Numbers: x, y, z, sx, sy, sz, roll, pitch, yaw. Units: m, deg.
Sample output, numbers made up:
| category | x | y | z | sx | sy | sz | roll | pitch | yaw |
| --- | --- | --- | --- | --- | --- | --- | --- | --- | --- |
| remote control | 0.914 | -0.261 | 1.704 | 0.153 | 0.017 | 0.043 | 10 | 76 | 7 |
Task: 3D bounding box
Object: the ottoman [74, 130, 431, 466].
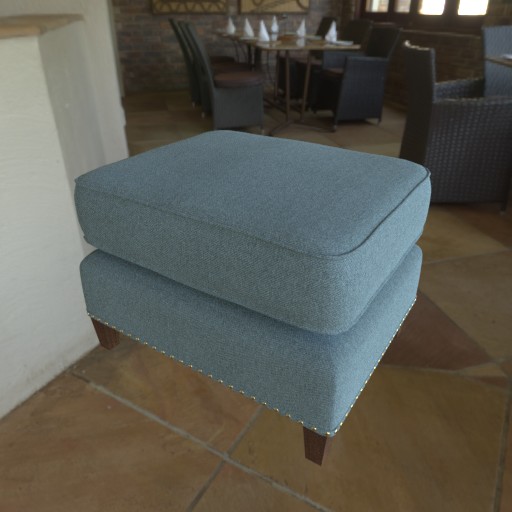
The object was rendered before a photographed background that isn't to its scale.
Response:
| category | x | y | z | sx | sy | sz | roll | pitch | yaw |
| --- | --- | --- | --- | --- | --- | --- | --- | --- | --- |
| ottoman | 0.000 | 0.000 | 1.160 | 0.738 | 0.537 | 0.589 | 18 | 34 | 29 |
